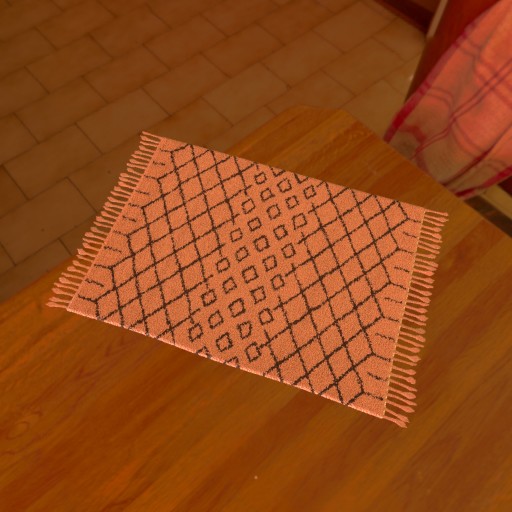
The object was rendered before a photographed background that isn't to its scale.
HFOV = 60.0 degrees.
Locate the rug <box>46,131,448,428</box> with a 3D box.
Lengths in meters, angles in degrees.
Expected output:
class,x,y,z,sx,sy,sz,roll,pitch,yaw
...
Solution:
class,x,y,z,sx,sy,sz,roll,pitch,yaw
rug,0.000,0.000,3.266,2.615,0.029,1.664,17,65,8
